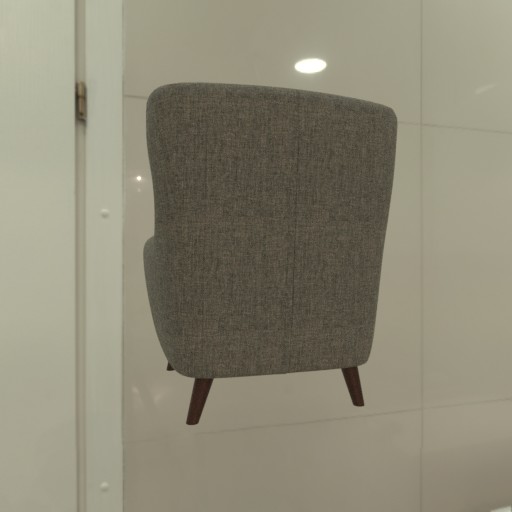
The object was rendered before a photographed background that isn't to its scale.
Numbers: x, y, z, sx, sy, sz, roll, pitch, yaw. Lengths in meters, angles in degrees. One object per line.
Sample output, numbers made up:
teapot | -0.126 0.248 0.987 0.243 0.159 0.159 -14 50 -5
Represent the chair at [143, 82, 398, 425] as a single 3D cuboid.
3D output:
chair | 0.000 0.000 1.775 0.878 1.063 0.904 0 0 -17
